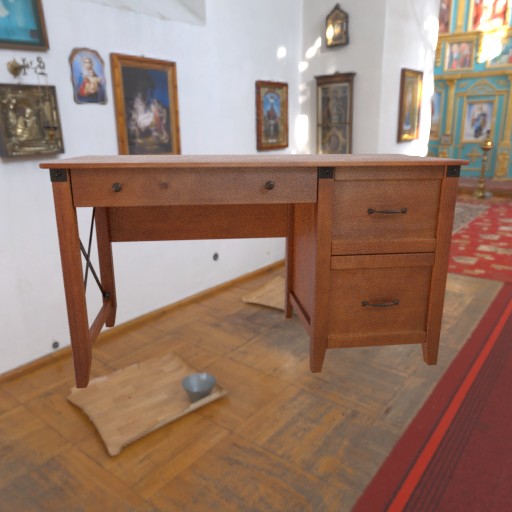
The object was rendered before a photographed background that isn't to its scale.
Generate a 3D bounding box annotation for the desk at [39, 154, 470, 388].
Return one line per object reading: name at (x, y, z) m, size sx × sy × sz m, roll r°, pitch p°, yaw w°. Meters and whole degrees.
desk at (0.000, 0.000, 1.742) m, size 1.353 × 0.756 × 0.574 m, roll -2°, pitch 15°, yaw -7°
